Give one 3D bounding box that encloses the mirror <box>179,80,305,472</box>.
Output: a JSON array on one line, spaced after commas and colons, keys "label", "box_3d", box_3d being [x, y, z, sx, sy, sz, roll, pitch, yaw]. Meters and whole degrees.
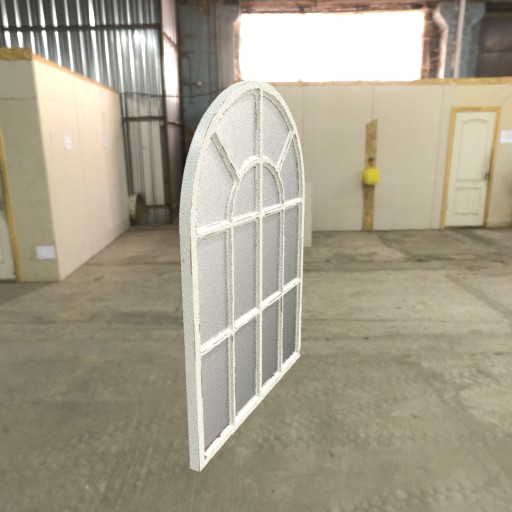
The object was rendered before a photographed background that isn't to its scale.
[{"label": "mirror", "box_3d": [0.000, 0.000, 1.243, 0.032, 0.920, 0.660, 8, 17, 26]}]
